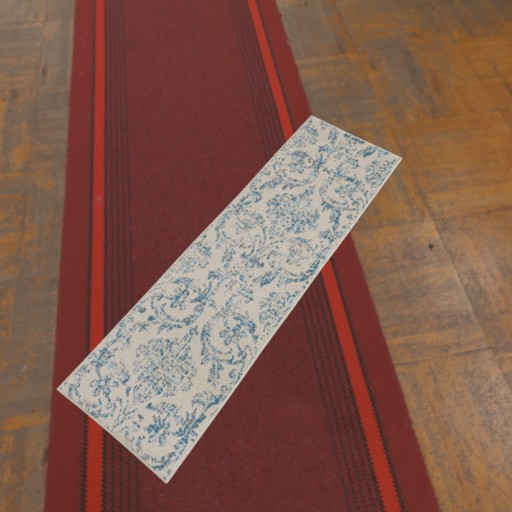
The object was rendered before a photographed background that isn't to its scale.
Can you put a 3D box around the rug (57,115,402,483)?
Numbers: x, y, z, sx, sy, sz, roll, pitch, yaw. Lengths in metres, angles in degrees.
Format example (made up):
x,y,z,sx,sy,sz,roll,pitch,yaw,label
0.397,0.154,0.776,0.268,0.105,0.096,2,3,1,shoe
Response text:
x,y,z,sx,sy,sz,roll,pitch,yaw,label
0.000,0.000,2.371,0.662,0.011,2.196,31,64,17,rug
